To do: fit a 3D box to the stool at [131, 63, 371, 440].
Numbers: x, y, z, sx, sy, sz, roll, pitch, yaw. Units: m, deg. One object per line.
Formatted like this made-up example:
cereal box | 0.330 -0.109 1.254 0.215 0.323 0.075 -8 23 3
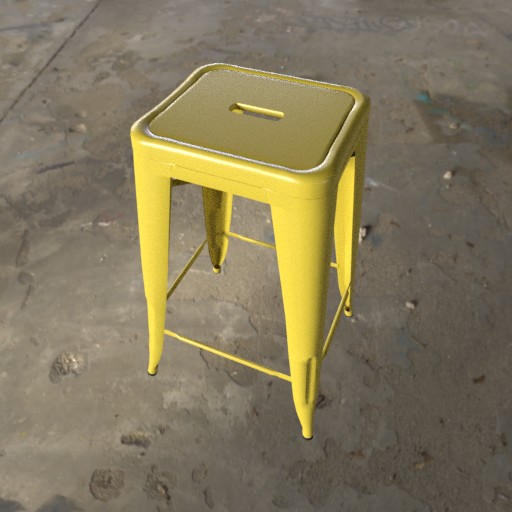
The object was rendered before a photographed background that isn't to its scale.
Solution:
stool | 0.000 0.000 0.854 0.399 0.609 0.359 17 49 15
